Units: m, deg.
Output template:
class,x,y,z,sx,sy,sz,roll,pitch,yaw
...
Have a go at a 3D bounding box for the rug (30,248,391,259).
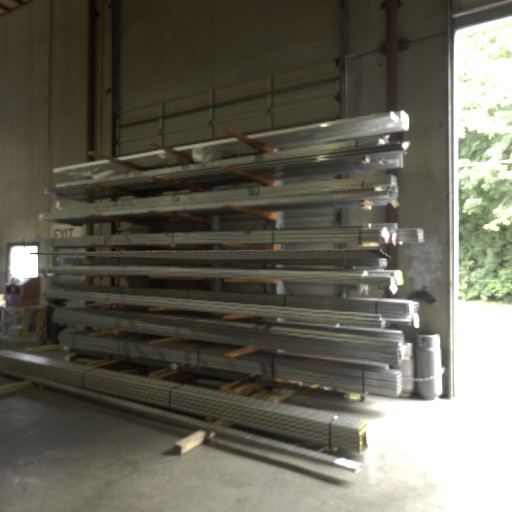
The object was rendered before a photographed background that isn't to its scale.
class,x,y,z,sx,sy,sz,roll,pitch,yaw
rug,0.000,0.000,4.249,2.434,0.019,3.041,0,-1,18
